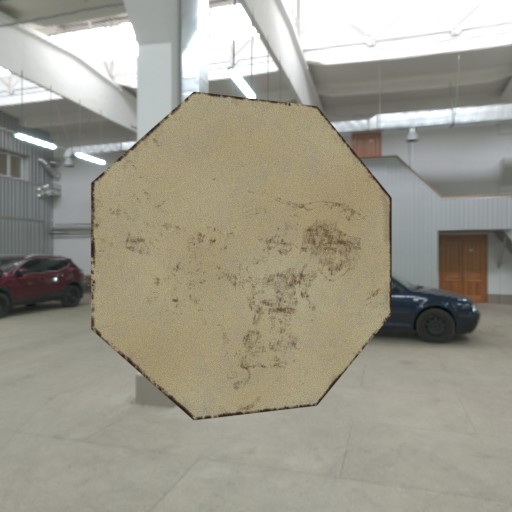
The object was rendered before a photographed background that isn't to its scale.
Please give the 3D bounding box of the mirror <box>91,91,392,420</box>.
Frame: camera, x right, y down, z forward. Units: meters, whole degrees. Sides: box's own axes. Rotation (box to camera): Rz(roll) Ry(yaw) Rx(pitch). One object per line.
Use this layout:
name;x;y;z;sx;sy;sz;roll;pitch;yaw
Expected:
mirror;0.000;0.000;0.928;0.648;0.648;0.031;0;0;-19
